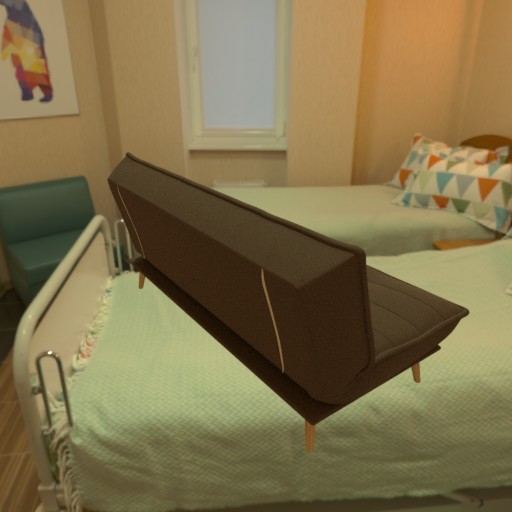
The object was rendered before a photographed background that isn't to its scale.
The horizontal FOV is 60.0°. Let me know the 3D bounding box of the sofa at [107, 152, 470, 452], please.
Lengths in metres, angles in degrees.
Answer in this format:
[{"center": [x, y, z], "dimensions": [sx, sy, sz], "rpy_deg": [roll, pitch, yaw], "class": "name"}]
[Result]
[{"center": [0.000, 0.000, 2.395], "dimensions": [0.950, 0.890, 1.940], "rpy_deg": [-16, 29, -33], "class": "sofa"}]
